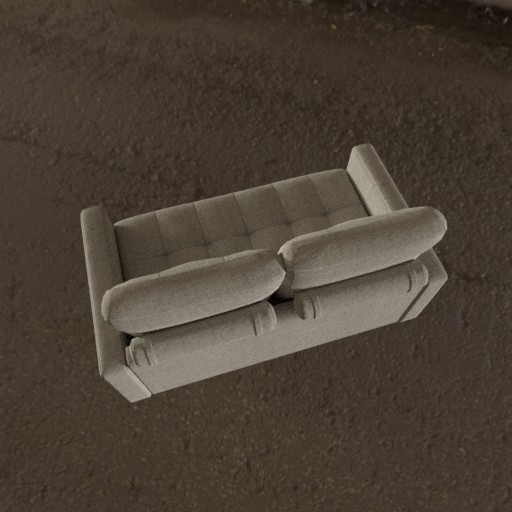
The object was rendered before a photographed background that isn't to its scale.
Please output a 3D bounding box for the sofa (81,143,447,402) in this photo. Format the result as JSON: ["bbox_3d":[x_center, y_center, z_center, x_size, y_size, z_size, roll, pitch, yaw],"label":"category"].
[{"bbox_3d":[0.000,0.000,1.976,1.407,0.907,0.842,-15,61,-8],"label":"sofa"}]
